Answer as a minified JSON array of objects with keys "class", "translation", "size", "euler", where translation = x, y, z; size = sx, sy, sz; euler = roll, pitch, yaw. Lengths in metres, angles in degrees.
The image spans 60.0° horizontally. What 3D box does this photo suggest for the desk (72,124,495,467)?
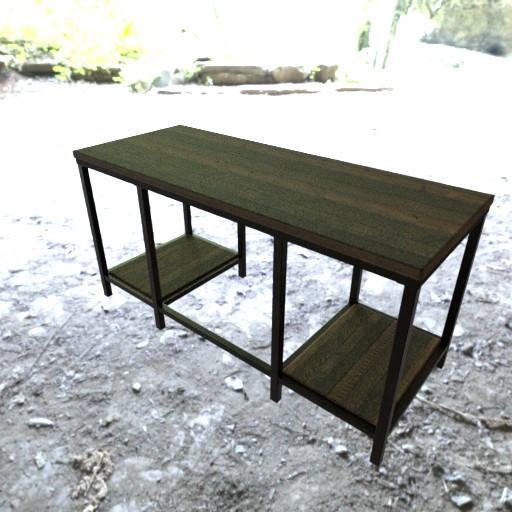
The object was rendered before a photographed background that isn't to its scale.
[{"class":"desk","translation":[0.000,0.000,1.869],"size":[1.538,0.753,0.617],"euler":[22,37,34]}]
